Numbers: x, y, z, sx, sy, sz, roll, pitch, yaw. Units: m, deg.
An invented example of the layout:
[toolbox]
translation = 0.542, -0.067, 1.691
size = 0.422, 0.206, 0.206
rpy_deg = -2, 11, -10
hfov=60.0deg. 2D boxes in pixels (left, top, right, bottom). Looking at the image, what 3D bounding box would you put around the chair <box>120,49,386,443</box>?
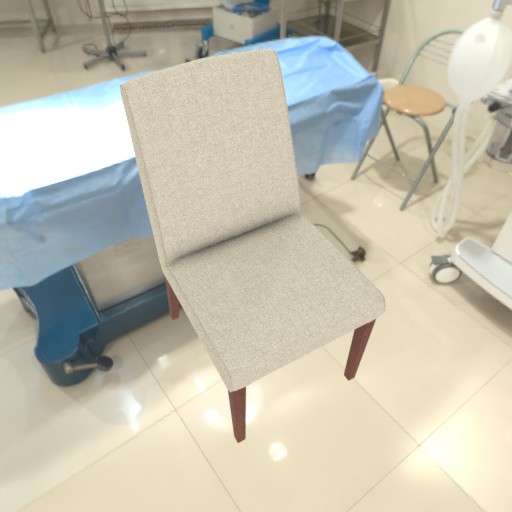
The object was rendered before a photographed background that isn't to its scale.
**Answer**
[chair]
translation = 0.000, 0.000, 1.250
size = 0.480, 0.900, 0.594
rpy_deg = -22, 50, -20
